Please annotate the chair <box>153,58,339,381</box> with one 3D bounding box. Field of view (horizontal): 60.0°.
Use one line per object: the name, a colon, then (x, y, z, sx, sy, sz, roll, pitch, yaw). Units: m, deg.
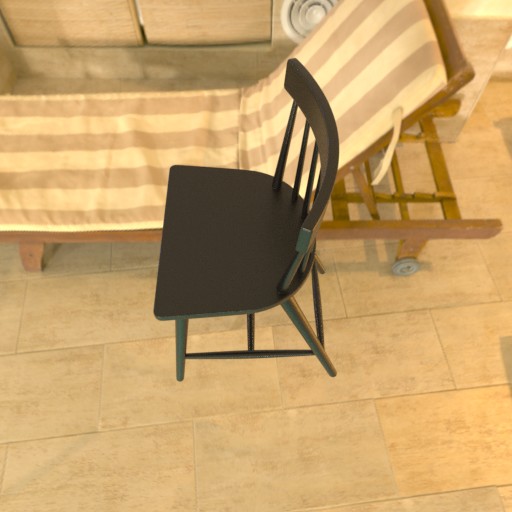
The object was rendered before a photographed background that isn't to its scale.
chair: (0.000, 0.000, 1.283, 0.572, 0.952, 0.483, -1, 59, 0)
